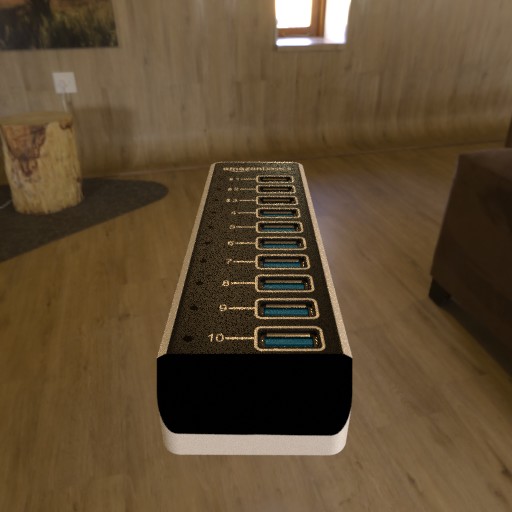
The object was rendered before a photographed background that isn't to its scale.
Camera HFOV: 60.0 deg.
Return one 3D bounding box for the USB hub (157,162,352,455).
[{"bbox_3d":[0.000,0.000,0.160,0.044,0.023,0.145,0,30,0],"label":"USB hub"}]
